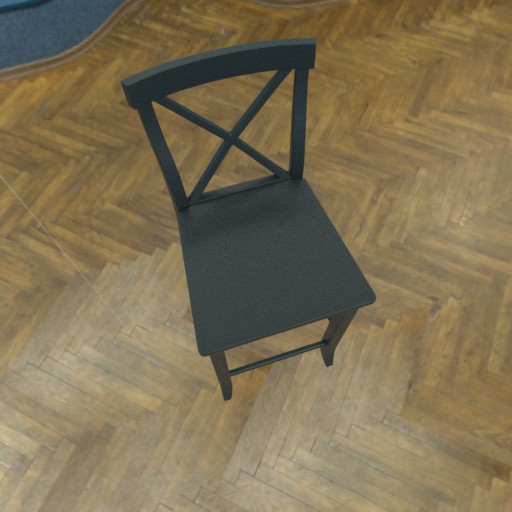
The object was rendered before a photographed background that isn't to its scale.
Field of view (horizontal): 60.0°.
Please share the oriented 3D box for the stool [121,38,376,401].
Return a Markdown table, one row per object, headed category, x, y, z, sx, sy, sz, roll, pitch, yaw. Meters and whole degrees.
| category | x | y | z | sx | sy | sz | roll | pitch | yaw |
| --- | --- | --- | --- | --- | --- | --- | --- | --- | --- |
| stool | 0.000 | 0.000 | 1.296 | 0.452 | 0.989 | 0.559 | -16 | 64 | -8 |
